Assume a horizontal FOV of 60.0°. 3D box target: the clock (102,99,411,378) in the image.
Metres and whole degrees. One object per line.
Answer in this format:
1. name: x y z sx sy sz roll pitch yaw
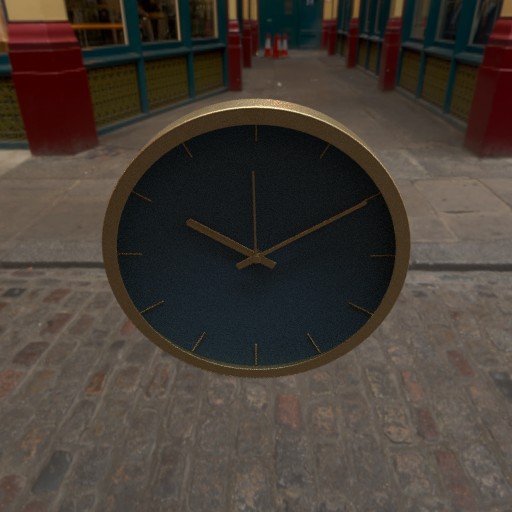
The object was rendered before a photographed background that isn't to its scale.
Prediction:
1. clock: 0.000 0.000 0.471 0.314 0.314 0.040 0 29 1
